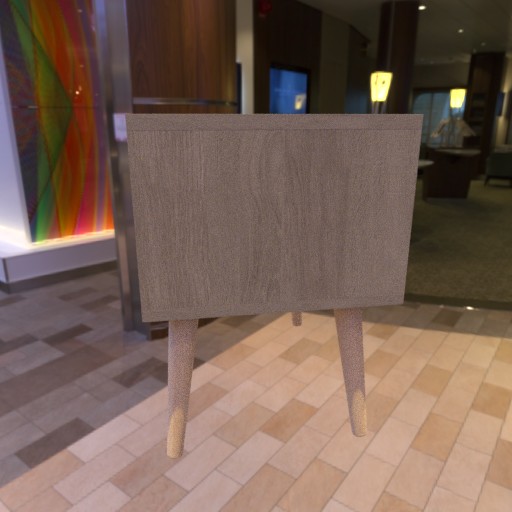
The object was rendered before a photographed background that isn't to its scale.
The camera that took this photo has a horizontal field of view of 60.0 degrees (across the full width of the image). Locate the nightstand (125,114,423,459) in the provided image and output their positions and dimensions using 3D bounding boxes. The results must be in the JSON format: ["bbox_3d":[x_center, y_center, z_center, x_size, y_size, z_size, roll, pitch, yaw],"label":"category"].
[{"bbox_3d":[0.000,0.000,0.826,0.380,0.500,0.450,-3,18,-9],"label":"nightstand"}]
